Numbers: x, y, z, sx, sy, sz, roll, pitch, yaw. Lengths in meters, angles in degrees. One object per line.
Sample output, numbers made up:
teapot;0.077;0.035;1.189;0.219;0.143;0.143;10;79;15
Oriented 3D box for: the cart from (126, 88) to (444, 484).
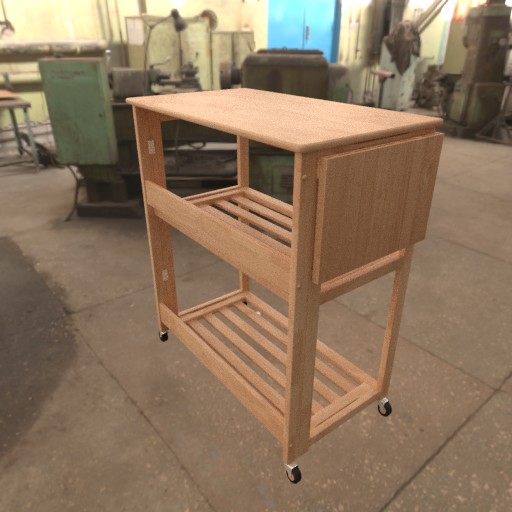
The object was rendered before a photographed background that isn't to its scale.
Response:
cart;0.000;0.000;1.352;0.432;0.879;0.853;-19;33;-33
